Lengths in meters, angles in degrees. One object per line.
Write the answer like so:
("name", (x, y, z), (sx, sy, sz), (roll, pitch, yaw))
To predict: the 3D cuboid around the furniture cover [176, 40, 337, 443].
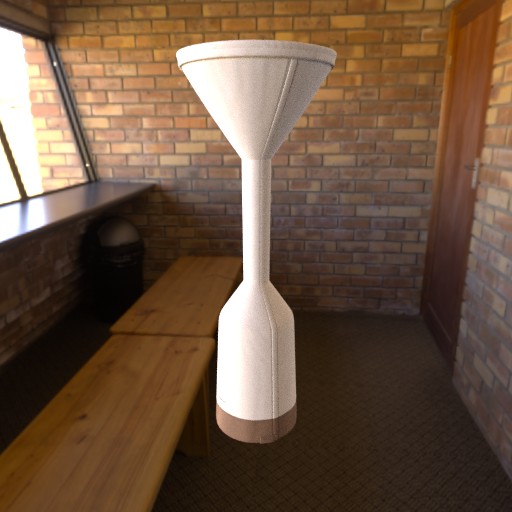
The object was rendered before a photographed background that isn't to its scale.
("furniture cover", (0.000, 0.000, 2.885), (0.914, 2.413, 0.914), (-8, 17, -26))
